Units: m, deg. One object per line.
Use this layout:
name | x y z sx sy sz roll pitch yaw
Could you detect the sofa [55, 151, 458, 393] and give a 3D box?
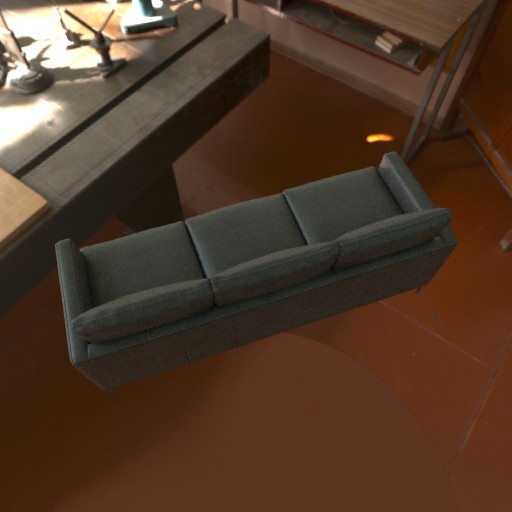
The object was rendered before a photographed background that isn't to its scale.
sofa | 0.000 0.000 2.472 2.029 0.805 0.748 -16 60 -10
